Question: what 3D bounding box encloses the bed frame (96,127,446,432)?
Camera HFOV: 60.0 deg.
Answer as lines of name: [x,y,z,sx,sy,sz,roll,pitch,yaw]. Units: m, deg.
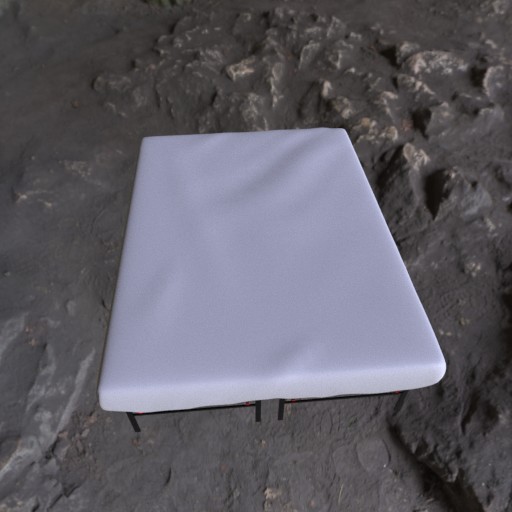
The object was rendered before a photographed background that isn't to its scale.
bed frame: [0.000,0.000,2.855,1.584,0.667,2.151,-4,46,-3]
